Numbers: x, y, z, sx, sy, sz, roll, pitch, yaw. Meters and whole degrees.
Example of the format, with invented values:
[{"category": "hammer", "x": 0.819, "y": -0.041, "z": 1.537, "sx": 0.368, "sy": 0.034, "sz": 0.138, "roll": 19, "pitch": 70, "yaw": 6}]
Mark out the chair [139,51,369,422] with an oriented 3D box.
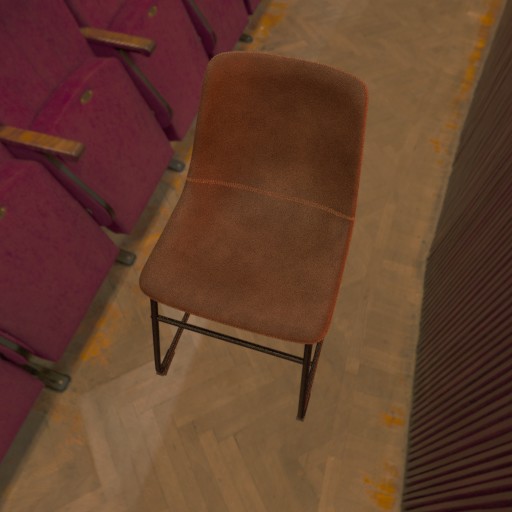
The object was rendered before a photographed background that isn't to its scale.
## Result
[{"category": "chair", "x": 0.000, "y": 0.000, "z": 1.132, "sx": 0.460, "sy": 0.780, "sz": 0.551, "roll": 15, "pitch": 59, "yaw": 9}]
